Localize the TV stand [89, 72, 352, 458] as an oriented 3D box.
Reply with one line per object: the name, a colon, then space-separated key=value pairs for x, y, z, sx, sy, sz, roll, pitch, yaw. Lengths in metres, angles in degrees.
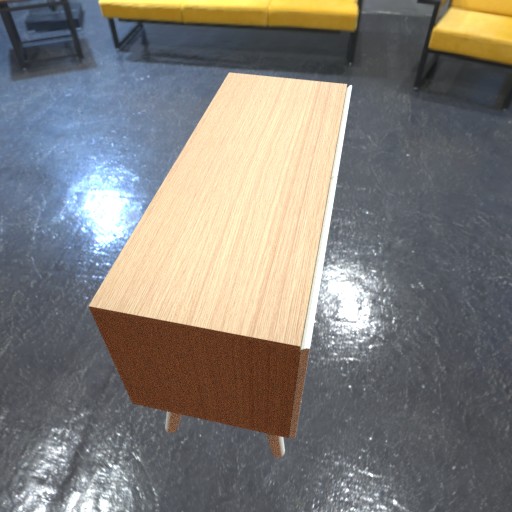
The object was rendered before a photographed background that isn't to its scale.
TV stand: x=0.000 y=0.000 z=1.349 sx=0.407 sy=0.660 sz=0.991 roll=9 pitch=47 yaw=9
